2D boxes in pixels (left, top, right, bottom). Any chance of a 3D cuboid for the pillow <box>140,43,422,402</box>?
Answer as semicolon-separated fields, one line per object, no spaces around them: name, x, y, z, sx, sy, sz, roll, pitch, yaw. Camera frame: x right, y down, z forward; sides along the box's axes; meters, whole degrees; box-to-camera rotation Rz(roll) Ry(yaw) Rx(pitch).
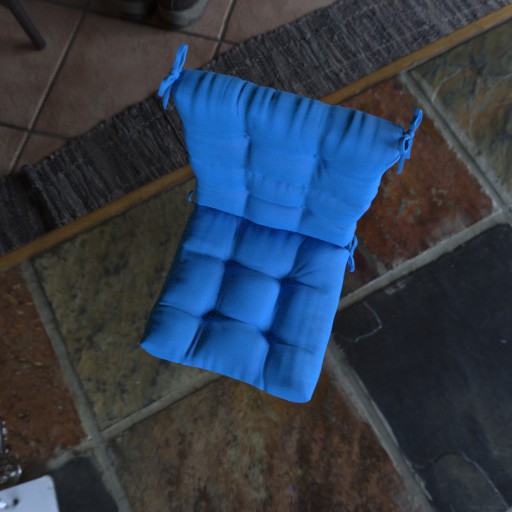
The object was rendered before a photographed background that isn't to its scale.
pillow;0.000;0.000;1.025;0.519;0.605;0.571;17;75;5
